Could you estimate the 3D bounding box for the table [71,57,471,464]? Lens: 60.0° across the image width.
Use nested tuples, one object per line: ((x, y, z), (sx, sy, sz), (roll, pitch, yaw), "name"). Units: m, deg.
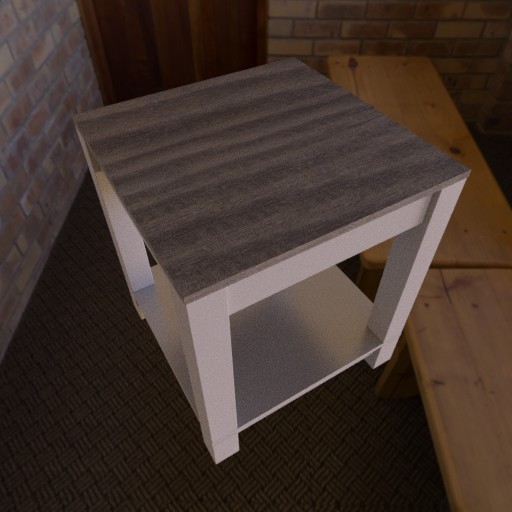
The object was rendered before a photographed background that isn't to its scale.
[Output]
((0.000, 0.000, 0.986), (0.506, 0.587, 0.504), (-24, 51, -21), "table")
